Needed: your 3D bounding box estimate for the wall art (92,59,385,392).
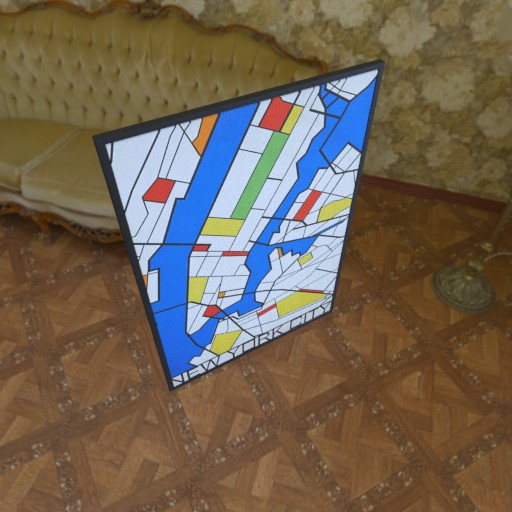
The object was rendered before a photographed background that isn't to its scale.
[{"bbox_3d":[0.000,0.000,0.862,0.460,0.660,0.013,-22,51,-20],"label":"wall art"}]
